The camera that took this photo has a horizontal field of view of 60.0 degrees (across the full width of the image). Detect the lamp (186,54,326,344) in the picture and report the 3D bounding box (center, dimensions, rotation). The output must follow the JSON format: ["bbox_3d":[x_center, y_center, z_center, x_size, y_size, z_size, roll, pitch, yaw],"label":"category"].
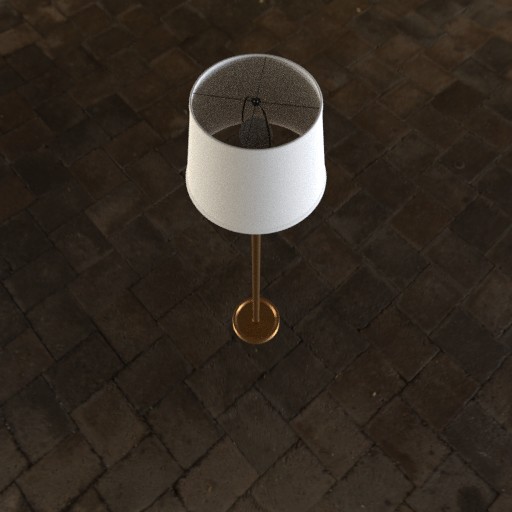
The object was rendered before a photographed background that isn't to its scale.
[{"bbox_3d":[0.000,0.000,0.771,0.178,0.710,0.178,0,63,0],"label":"lamp"}]
